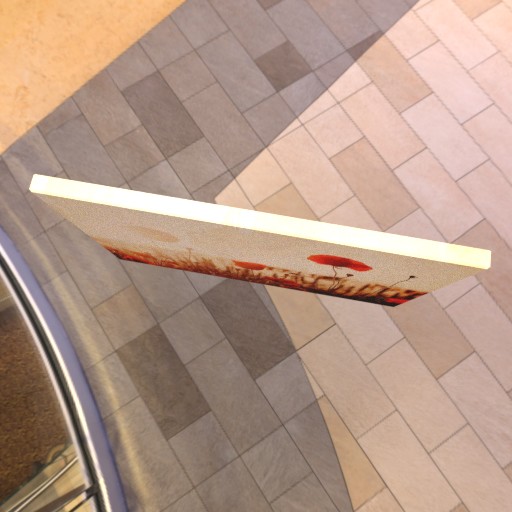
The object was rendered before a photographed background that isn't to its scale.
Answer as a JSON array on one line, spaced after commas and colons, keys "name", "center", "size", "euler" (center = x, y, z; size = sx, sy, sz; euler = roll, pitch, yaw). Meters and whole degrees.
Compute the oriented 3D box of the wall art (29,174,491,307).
[{"name": "wall art", "center": [0.000, 0.000, 1.164], "size": [0.918, 0.602, 0.038], "euler": [10, 77, 2]}]
